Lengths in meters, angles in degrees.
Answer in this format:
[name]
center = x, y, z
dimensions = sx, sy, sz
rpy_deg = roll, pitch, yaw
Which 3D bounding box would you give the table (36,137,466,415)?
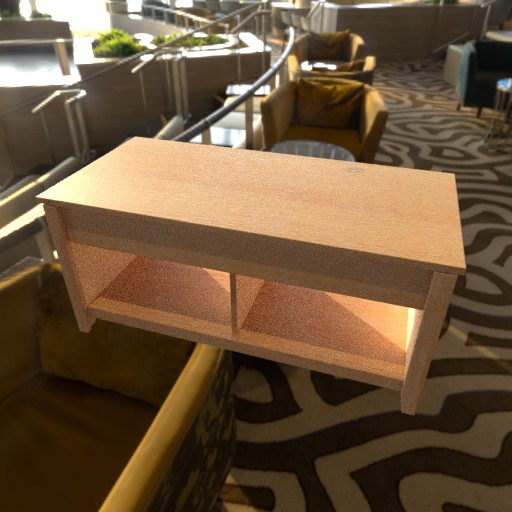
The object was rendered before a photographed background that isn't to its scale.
[table]
center = 0.000, 0.000, 1.309
dimensions = 1.016, 0.457, 0.483
rpy_deg = 10, 35, 15
